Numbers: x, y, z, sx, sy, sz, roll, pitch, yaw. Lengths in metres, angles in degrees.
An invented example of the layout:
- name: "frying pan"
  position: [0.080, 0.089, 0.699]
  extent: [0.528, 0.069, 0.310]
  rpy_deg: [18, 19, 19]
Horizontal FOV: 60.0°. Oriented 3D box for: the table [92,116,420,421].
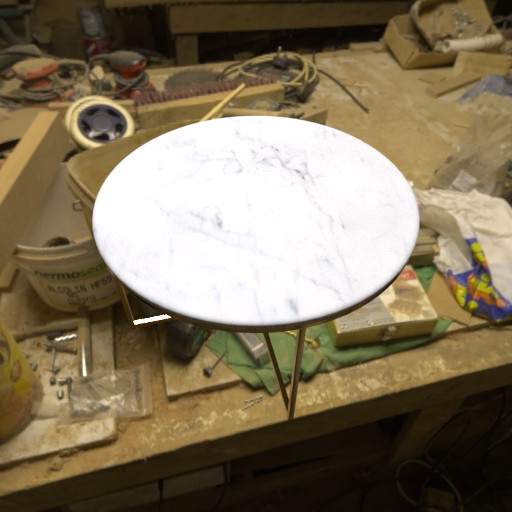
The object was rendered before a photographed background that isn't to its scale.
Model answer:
- name: "table"
  position: [0.000, 0.000, 1.275]
  extent: [0.800, 0.450, 0.800]
  rpy_deg: [0, 46, 0]
